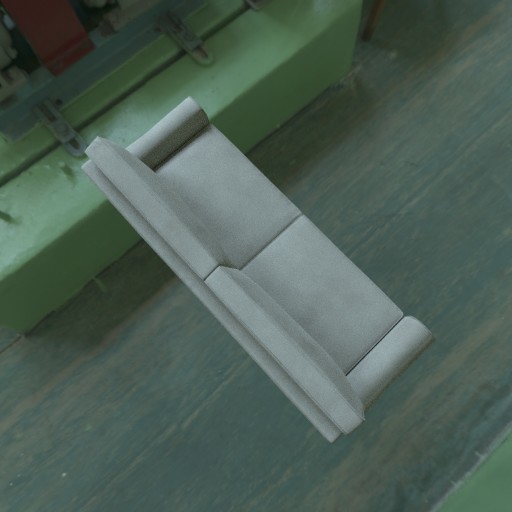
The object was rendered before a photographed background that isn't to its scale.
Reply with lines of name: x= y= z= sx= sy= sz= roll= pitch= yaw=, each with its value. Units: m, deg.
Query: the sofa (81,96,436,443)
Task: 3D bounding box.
sofa: x=0.000 y=0.000 z=2.819 sx=0.900 sy=1.014 sz=2.246 roll=-42 pitch=80 yaw=-10
